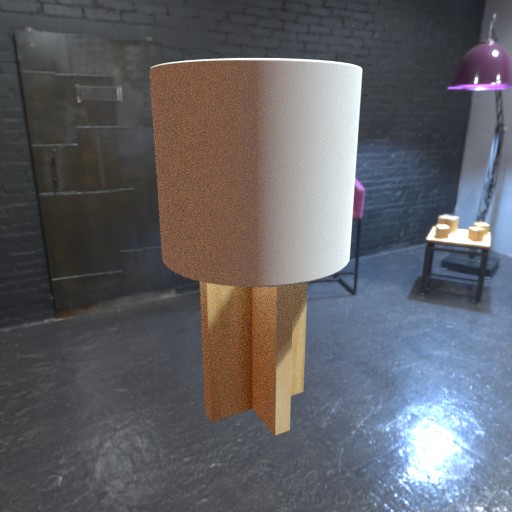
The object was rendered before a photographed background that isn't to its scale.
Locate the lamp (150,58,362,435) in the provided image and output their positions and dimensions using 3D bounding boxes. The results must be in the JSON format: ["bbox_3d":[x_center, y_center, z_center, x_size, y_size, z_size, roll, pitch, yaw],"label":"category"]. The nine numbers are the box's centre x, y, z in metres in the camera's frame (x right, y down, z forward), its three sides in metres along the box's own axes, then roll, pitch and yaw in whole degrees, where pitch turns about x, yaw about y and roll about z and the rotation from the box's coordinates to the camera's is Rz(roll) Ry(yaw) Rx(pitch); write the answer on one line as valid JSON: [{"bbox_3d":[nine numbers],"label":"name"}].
[{"bbox_3d":[0.000,0.000,0.552,0.229,0.428,0.229,-9,20,-26],"label":"lamp"}]
